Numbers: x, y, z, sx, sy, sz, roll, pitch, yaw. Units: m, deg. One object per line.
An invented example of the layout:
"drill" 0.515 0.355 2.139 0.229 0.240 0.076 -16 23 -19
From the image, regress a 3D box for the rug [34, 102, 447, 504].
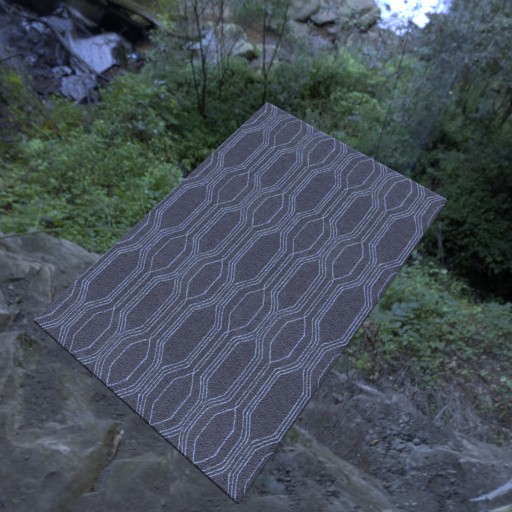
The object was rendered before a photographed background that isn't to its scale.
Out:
"rug" 0.000 0.000 2.255 1.239 0.012 1.836 34 67 17
